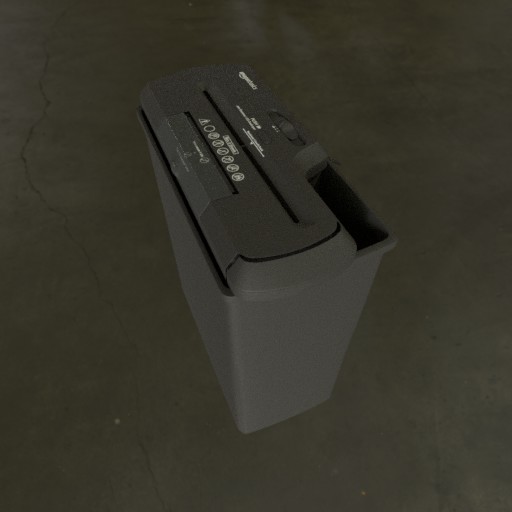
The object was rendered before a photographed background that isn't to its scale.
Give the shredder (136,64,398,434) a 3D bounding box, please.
[{"bbox_3d":[0.000,0.000,0.521,0.170,0.335,0.320,-17,50,-15],"label":"shredder"}]
